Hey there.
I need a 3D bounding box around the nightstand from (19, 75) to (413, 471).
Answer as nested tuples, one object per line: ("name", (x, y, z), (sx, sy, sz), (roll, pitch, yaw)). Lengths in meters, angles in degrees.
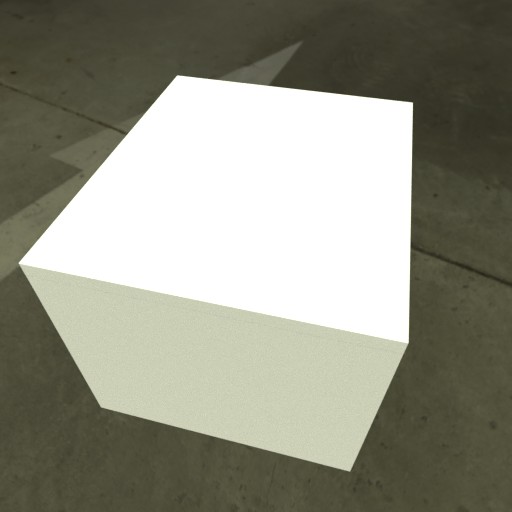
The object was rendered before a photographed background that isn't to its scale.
("nightstand", (0.000, 0.000, 0.726), (0.408, 0.351, 0.470), (10, 47, 10))
